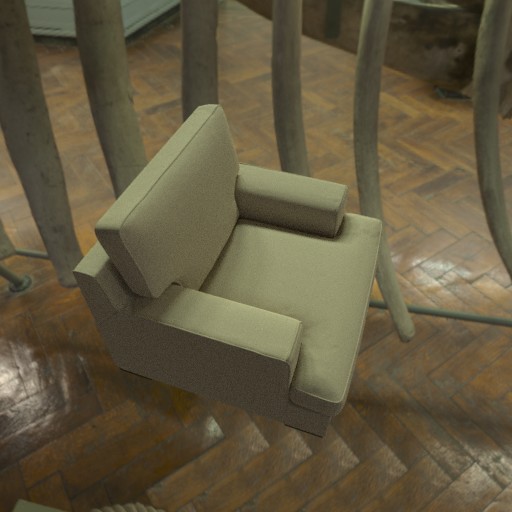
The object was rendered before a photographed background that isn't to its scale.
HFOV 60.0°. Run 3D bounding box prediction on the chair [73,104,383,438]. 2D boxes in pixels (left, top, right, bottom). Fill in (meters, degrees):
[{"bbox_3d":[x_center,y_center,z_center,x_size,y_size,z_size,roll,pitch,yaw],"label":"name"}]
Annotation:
[{"bbox_3d":[0.000,0.000,2.182,1.274,1.005,1.293,8,47,8],"label":"chair"}]
